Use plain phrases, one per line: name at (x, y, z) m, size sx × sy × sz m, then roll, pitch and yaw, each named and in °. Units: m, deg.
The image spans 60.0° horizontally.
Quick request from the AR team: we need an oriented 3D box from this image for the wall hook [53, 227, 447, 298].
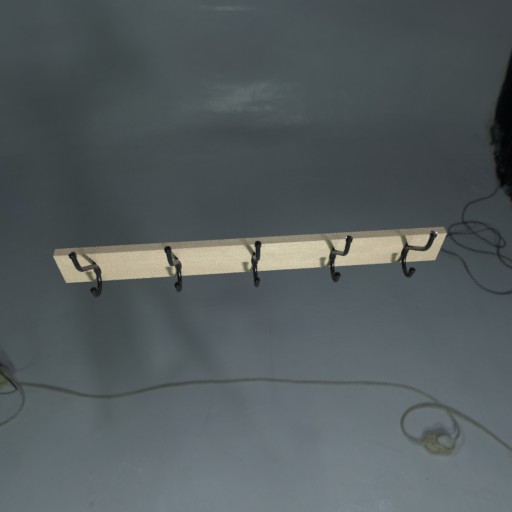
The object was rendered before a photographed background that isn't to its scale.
wall hook at (0.000, 0.000, 0.628) m, size 0.571 × 0.117 × 0.071 m, roll -3°, pitch 47°, yaw -3°
